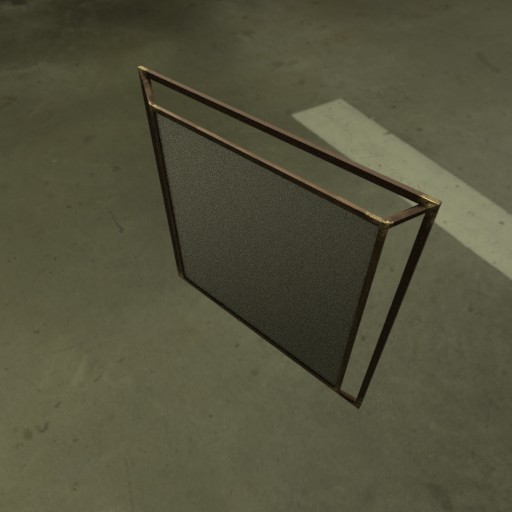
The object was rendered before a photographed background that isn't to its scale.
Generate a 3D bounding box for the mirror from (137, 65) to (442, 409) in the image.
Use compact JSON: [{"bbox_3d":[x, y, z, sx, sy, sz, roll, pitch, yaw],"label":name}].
[{"bbox_3d":[0.000,0.000,0.924,0.610,0.610,0.032,33,55,27],"label":"mirror"}]
